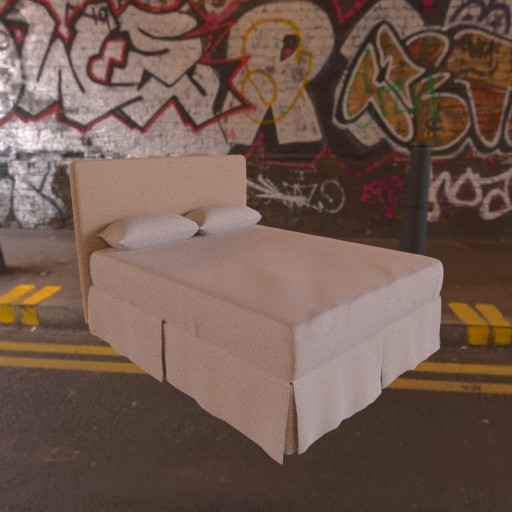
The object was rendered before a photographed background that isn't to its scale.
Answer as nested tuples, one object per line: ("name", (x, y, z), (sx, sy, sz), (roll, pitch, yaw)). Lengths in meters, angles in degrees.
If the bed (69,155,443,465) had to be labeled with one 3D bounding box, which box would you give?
("bed", (0.000, 0.000, 3.163), (2.142, 1.330, 1.748), (14, 20, 43))
